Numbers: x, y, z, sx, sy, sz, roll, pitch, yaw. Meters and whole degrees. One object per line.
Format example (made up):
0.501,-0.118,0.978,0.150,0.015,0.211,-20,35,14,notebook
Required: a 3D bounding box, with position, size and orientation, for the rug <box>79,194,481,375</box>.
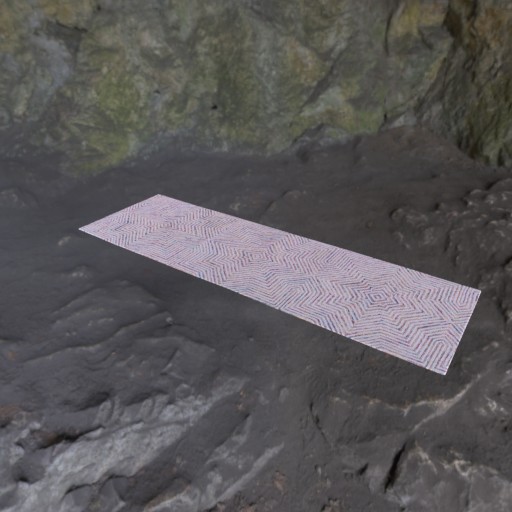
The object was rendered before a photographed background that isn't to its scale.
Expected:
0.000,0.000,2.728,2.443,0.009,0.771,19,35,29,rug
